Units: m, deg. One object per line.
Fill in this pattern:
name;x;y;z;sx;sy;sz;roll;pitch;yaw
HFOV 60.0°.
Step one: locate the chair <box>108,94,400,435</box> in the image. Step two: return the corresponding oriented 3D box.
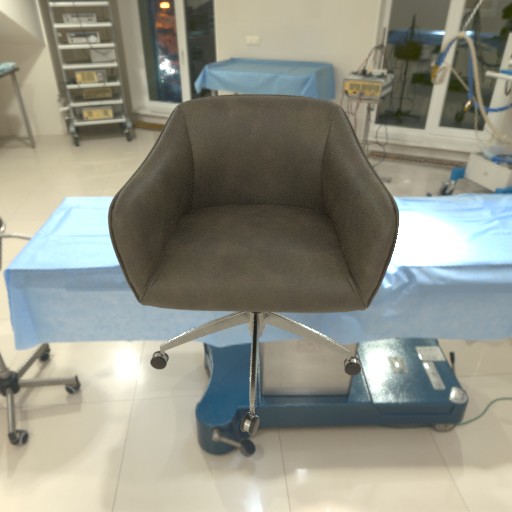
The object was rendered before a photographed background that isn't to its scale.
chair;0.000;0.000;1.362;0.713;0.827;0.689;1;32;2
